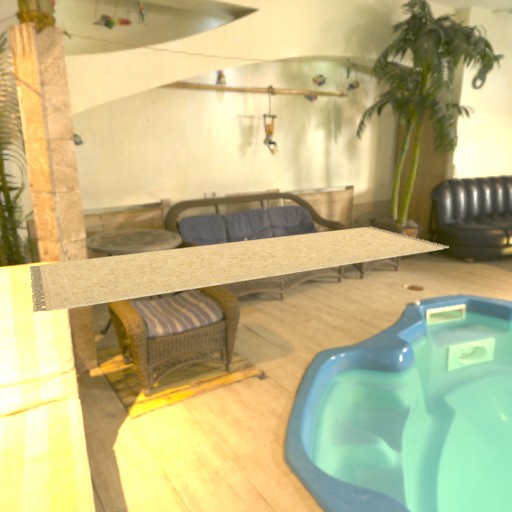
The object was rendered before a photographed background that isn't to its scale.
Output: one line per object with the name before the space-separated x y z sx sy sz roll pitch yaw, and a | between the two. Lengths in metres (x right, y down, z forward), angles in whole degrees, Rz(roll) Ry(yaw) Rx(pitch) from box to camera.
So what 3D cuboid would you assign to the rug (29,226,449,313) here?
rug | 0.000 0.000 2.789 2.544 0.015 0.795 -8 17 -26
